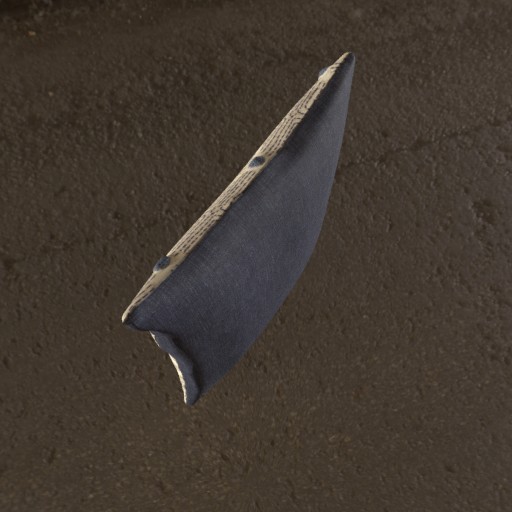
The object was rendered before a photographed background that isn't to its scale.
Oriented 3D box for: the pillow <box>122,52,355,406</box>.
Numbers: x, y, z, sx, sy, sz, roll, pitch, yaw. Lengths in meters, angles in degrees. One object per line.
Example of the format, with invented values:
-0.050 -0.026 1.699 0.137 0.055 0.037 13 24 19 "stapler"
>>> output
0.000 0.000 0.782 0.145 0.510 0.510 31 67 15 "pillow"
